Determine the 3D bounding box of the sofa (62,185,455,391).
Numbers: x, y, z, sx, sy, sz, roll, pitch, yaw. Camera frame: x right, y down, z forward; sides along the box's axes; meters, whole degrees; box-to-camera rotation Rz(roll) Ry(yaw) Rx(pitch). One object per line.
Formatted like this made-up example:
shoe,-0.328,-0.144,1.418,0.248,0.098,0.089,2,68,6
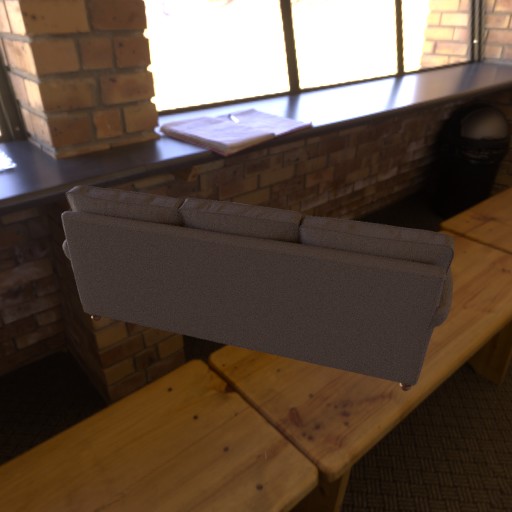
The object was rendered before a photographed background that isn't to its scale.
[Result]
sofa,0.000,0.000,2.902,2.353,0.948,0.966,9,31,16
